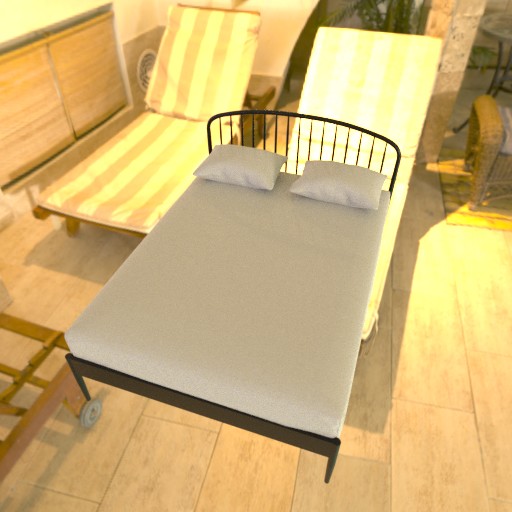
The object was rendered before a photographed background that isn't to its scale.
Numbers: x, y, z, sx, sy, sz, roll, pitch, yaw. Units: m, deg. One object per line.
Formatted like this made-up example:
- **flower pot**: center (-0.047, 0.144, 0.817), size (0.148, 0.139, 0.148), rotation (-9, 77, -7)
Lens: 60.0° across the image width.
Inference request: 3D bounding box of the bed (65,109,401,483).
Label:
- **bed**: center (0.000, 0.000, 3.054), size (1.618, 1.166, 2.159), rotation (13, 43, 14)
